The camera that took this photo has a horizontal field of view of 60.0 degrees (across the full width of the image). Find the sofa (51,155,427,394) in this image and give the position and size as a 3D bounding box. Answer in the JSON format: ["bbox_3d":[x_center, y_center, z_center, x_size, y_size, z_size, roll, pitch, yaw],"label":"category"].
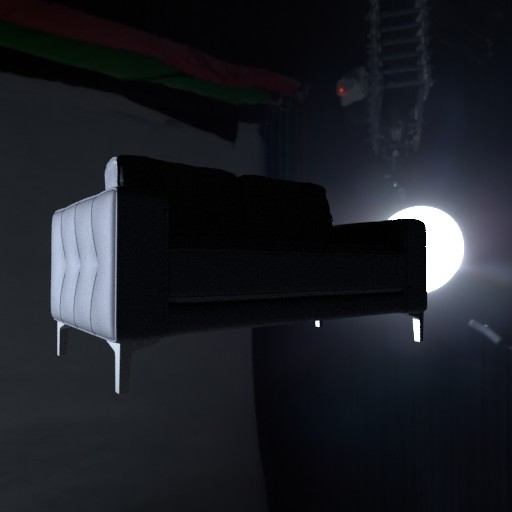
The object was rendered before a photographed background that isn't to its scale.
[{"bbox_3d":[0.000,0.000,2.181,1.726,0.893,0.833,1,-2,-37],"label":"sofa"}]
